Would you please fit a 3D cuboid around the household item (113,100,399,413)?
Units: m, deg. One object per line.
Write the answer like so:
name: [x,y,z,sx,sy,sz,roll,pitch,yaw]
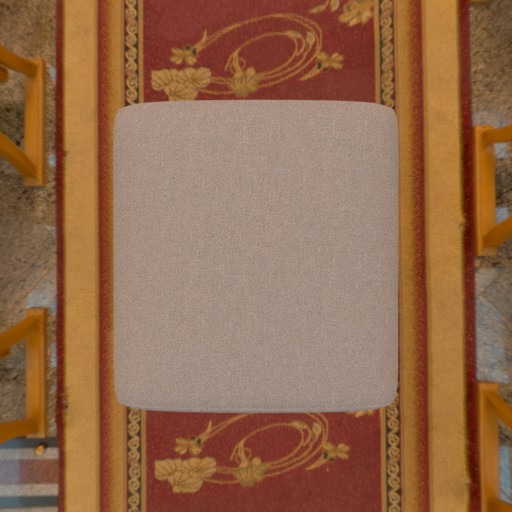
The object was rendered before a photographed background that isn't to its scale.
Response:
household item: [0.000,0.000,0.898,0.530,0.410,0.530,0,90,0]
